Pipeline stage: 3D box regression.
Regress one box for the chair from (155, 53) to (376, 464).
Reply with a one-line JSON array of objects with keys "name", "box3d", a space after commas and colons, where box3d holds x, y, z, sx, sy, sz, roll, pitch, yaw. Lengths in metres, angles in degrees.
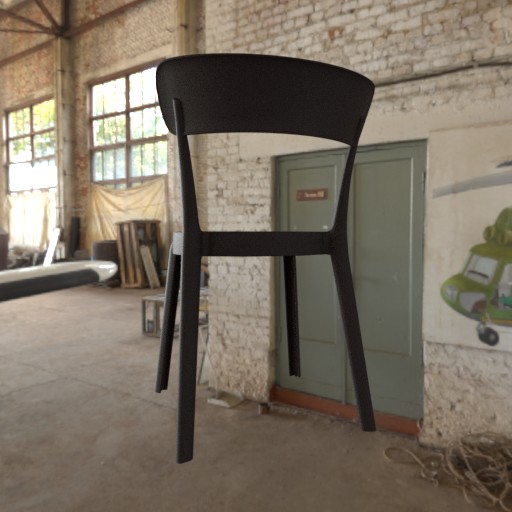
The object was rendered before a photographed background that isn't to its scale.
[{"name": "chair", "box3d": [0.000, 0.000, 1.097, 0.506, 0.790, 0.491, -1, 3, -19]}]
